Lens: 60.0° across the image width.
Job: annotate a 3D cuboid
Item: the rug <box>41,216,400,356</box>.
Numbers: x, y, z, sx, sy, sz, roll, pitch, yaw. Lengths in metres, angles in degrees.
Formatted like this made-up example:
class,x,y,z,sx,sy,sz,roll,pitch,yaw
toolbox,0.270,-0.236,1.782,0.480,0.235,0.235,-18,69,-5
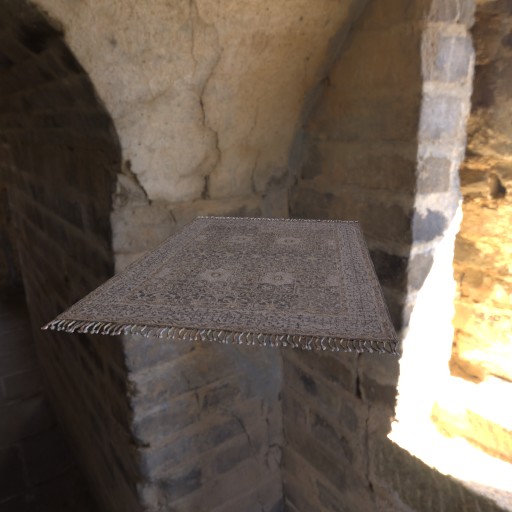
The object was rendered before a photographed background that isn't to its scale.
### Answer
class,x,y,z,sx,sy,sz,roll,pitch,yaw
rug,0.000,0.000,2.431,1.237,0.010,2.029,2,17,8
